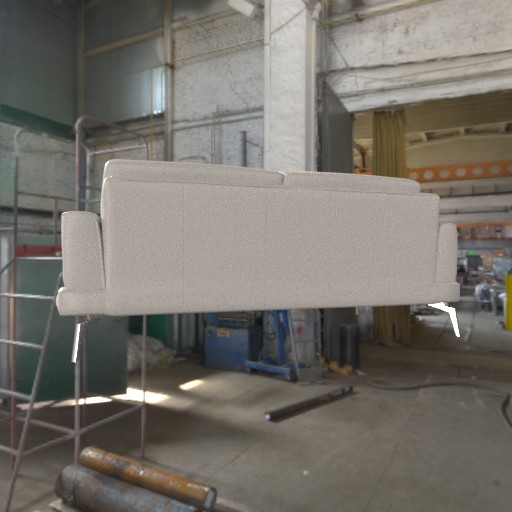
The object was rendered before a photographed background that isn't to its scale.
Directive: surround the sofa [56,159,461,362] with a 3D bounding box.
[{"bbox_3d":[0.000,0.000,2.715,2.177,0.930,1.121,0,-1,-18],"label":"sofa"}]
